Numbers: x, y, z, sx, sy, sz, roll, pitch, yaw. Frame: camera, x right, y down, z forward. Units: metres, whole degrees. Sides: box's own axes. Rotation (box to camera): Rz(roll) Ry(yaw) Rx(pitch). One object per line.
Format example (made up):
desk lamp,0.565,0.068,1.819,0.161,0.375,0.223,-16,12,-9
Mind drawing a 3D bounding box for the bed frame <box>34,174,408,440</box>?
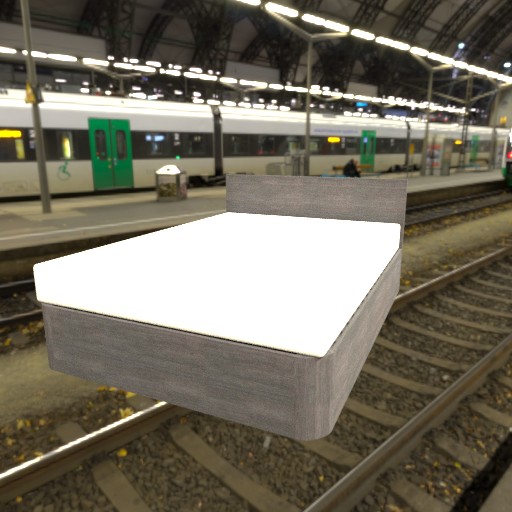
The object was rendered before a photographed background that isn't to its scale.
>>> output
bed frame,0.000,0.000,2.562,1.400,0.800,1.900,6,15,24
